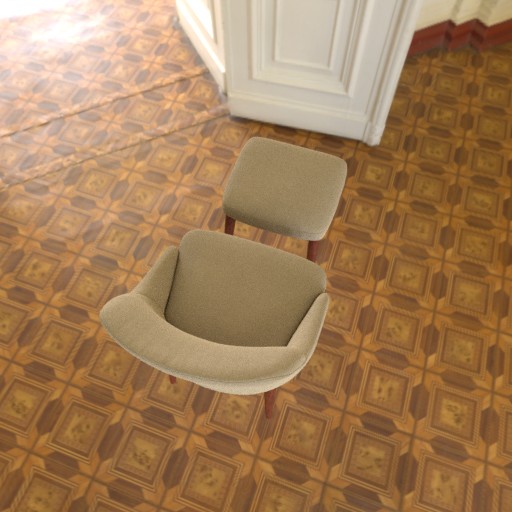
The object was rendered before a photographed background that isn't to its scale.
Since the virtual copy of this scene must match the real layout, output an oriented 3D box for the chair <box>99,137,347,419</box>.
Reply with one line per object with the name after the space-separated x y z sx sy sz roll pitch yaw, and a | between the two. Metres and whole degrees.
0.000 0.000 1.586 0.584 0.866 1.114 17 62 9 | chair
